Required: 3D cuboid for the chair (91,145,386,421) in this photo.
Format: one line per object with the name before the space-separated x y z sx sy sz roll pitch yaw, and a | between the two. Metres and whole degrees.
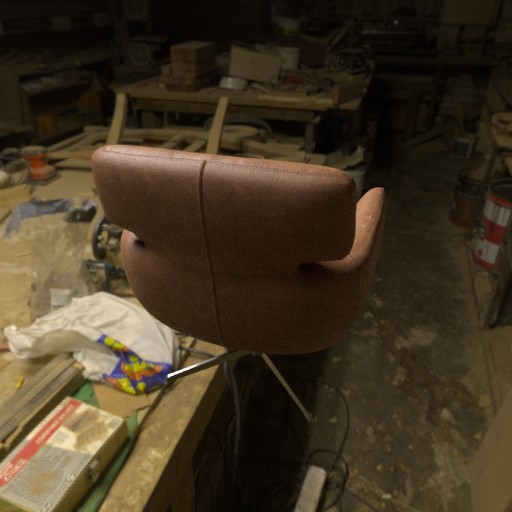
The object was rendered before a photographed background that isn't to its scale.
chair | 0.000 0.000 1.340 0.706 0.812 0.715 9 32 16
